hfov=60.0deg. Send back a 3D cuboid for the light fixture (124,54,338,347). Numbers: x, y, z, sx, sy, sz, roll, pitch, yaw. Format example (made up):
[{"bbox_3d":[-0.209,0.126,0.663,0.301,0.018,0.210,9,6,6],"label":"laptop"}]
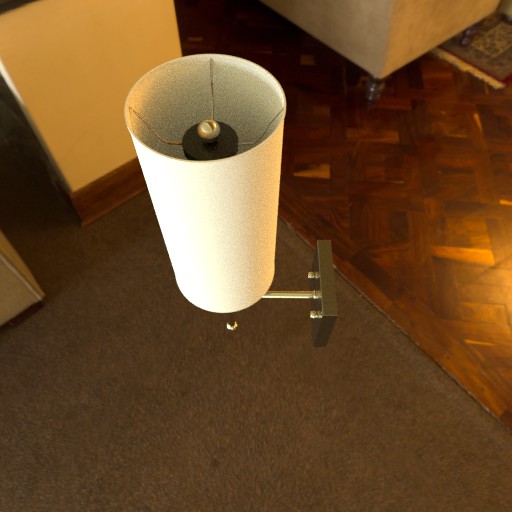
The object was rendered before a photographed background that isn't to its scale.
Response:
[{"bbox_3d":[0.000,0.000,0.549,0.208,0.462,0.128,1,58,0],"label":"light fixture"}]
